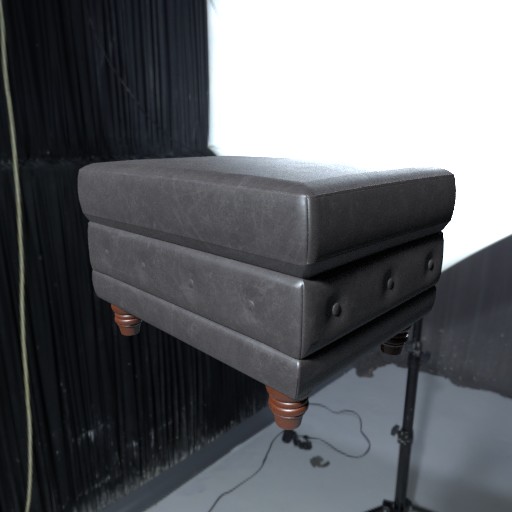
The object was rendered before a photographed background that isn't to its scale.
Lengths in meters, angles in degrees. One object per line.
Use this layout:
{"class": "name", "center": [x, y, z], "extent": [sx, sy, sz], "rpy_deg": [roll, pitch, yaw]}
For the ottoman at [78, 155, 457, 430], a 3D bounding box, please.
{"class": "ottoman", "center": [0.000, 0.000, 1.171], "extent": [0.795, 0.498, 0.590], "rpy_deg": [14, 21, 42]}
